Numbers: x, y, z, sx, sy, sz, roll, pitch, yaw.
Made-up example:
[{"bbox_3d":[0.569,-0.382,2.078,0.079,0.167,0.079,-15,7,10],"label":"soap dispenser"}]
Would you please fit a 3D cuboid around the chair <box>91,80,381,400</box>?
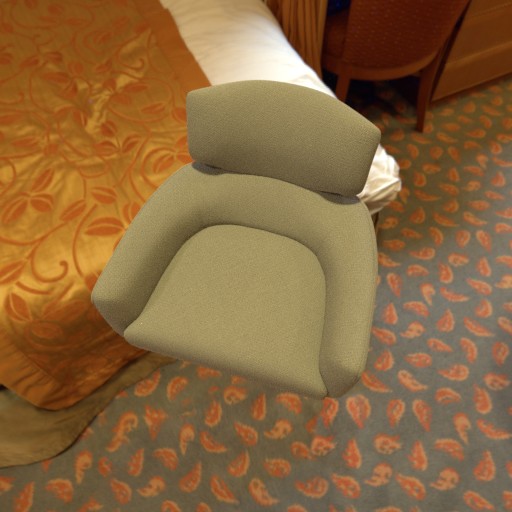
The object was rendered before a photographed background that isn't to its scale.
[{"bbox_3d":[0.000,0.000,1.425,0.760,0.810,0.730,14,59,9],"label":"chair"}]
